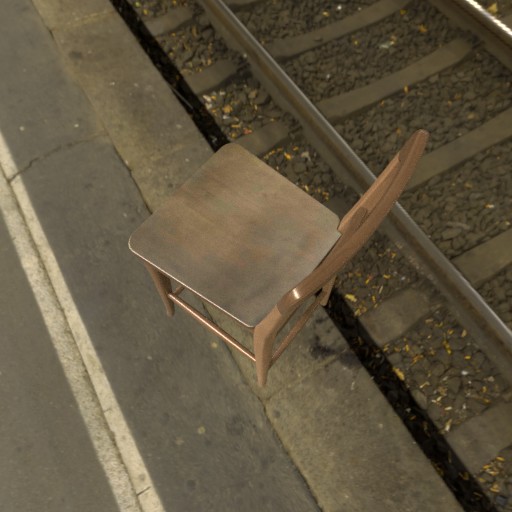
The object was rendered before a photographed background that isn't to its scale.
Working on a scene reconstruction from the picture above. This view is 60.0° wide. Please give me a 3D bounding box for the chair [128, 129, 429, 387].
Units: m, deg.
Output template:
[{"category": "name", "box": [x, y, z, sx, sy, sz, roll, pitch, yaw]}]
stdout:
[{"category": "chair", "box": [0.000, 0.000, 1.253, 0.546, 0.991, 0.450, 35, 69, 16]}]
